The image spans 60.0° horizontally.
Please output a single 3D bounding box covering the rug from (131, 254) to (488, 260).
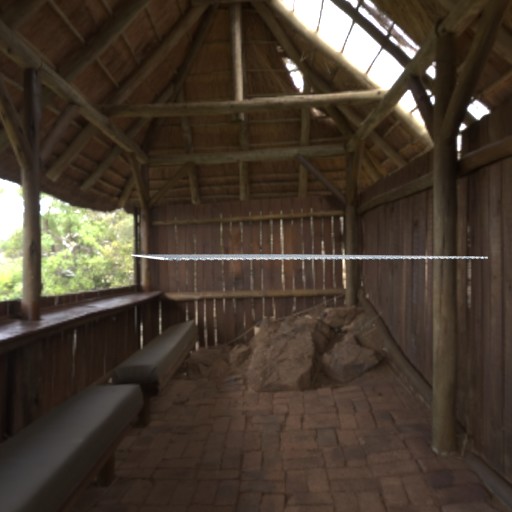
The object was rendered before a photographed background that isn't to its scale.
[{"bbox_3d":[0.000,0.000,3.032,1.524,0.010,2.438,0,1,-19],"label":"rug"}]
